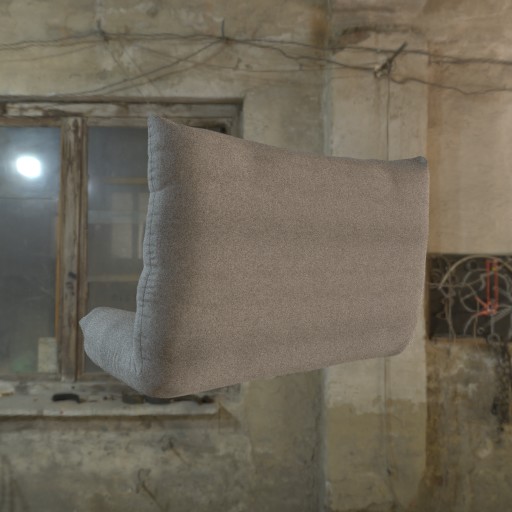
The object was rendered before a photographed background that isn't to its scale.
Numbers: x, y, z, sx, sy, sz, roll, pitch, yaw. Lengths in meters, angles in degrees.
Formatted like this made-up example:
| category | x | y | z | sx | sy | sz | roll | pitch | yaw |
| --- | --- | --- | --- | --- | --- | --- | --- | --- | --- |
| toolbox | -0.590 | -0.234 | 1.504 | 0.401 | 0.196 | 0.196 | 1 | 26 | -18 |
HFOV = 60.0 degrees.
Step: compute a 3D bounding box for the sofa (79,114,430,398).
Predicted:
| category | x | y | z | sx | sy | sz | roll | pitch | yaw |
| --- | --- | --- | --- | --- | --- | --- | --- | --- | --- |
| sofa | 0.000 | 0.000 | 1.691 | 1.144 | 0.795 | 0.847 | 0 | -1 | -35 |
